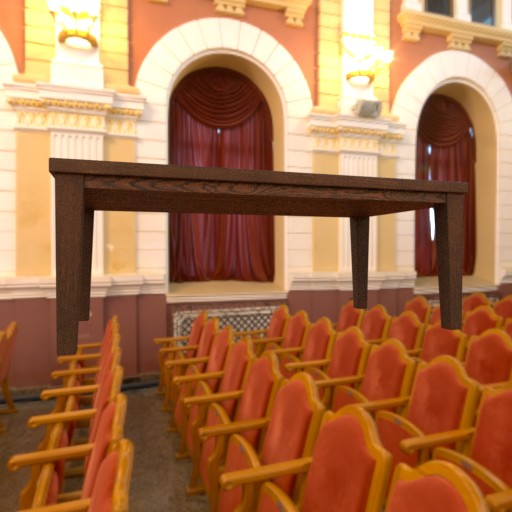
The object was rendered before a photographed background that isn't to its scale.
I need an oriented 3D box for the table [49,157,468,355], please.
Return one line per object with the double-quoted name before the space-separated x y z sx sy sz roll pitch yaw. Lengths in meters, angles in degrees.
"table" 0.000 0.000 2.473 1.981 0.762 1.016 0 0 -18
